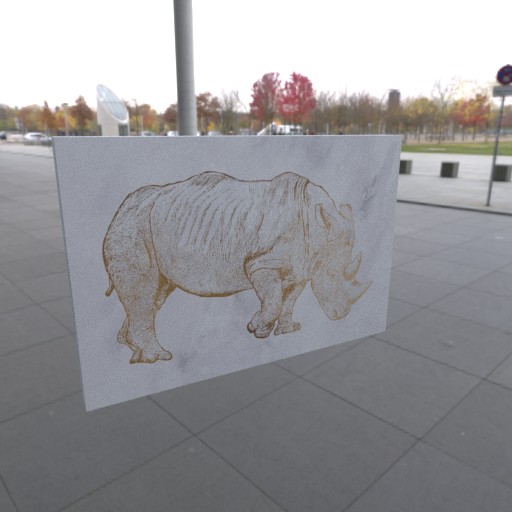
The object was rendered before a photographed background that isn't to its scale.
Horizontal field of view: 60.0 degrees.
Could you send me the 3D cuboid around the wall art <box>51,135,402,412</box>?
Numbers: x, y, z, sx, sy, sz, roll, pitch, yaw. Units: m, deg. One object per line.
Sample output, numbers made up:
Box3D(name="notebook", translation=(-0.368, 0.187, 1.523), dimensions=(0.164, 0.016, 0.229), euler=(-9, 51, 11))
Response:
Box3D(name="wall art", translation=(0.000, 0.000, 0.777), dimensions=(0.609, 0.407, 0.038), euler=(-8, 18, -27))
